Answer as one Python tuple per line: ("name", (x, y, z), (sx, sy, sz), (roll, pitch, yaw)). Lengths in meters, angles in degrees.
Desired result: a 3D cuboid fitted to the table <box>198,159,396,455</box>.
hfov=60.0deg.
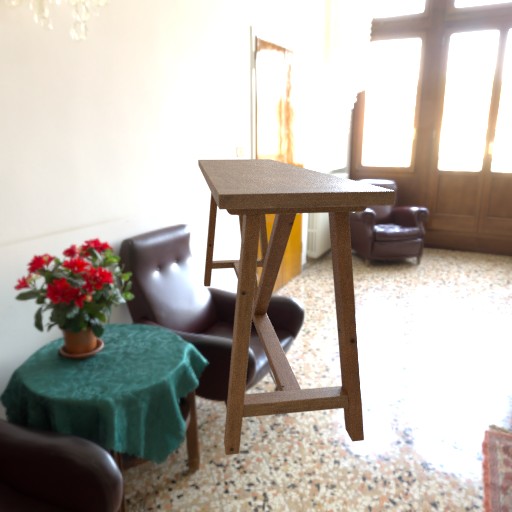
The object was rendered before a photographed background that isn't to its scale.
("table", (0.000, 0.000, 2.095), (0.465, 0.810, 1.800), (-2, 15, -9))
